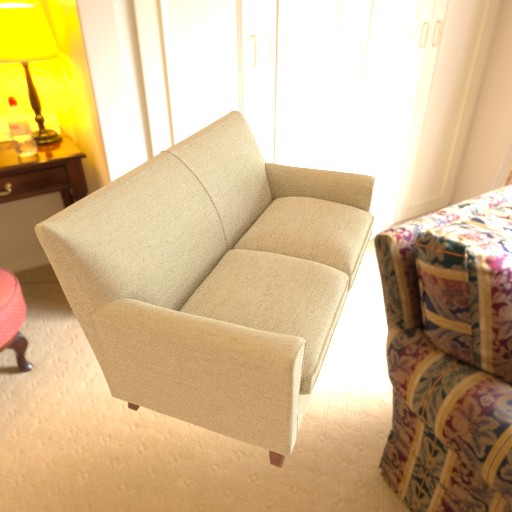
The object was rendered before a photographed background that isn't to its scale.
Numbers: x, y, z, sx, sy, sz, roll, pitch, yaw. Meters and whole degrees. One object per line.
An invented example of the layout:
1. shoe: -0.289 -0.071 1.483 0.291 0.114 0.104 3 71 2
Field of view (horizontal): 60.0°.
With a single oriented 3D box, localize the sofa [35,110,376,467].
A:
1. sofa: 0.000 0.000 2.026 0.891 0.892 1.482 12 34 18
